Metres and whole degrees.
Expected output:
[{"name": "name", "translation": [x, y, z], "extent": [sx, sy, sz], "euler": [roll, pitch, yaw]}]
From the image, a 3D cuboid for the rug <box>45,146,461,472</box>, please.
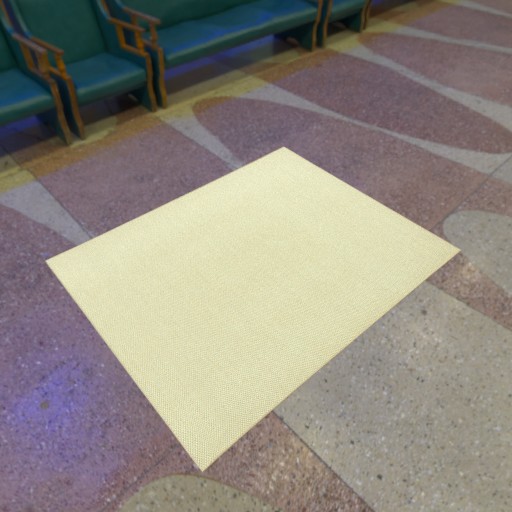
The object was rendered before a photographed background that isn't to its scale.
[{"name": "rug", "translation": [0.000, 0.000, 4.145], "extent": [3.039, 0.018, 2.462], "euler": [-32, 53, -28]}]
